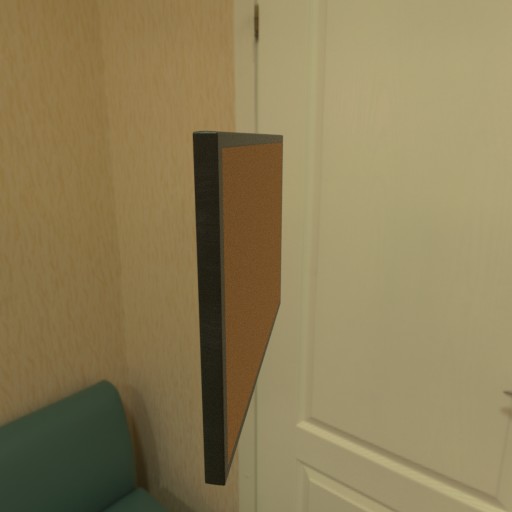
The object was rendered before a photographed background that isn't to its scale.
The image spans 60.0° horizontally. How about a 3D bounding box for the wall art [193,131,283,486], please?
[{"bbox_3d":[0.000,0.000,1.149,0.038,0.612,0.912,2,15,9],"label":"wall art"}]
